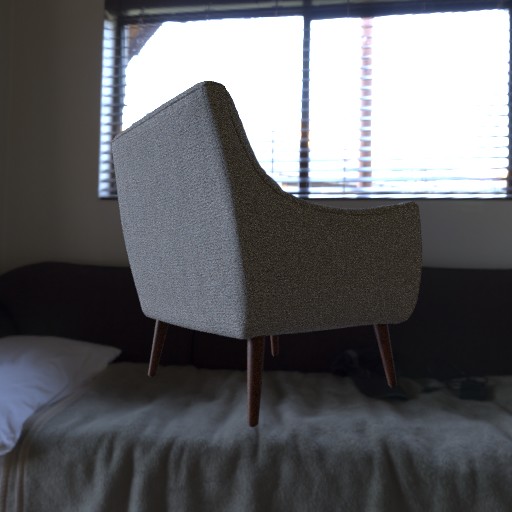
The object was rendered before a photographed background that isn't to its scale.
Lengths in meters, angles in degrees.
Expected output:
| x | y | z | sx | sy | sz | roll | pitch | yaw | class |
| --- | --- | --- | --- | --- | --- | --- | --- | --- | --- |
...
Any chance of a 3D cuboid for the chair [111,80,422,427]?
| x | y | z | sx | sy | sz | roll | pitch | yaw | class |
| --- | --- | --- | --- | --- | --- | --- | --- | --- | --- |
| 0.000 | 0.000 | 1.461 | 0.787 | 0.838 | 0.762 | 1 | -1 | -37 | chair |
